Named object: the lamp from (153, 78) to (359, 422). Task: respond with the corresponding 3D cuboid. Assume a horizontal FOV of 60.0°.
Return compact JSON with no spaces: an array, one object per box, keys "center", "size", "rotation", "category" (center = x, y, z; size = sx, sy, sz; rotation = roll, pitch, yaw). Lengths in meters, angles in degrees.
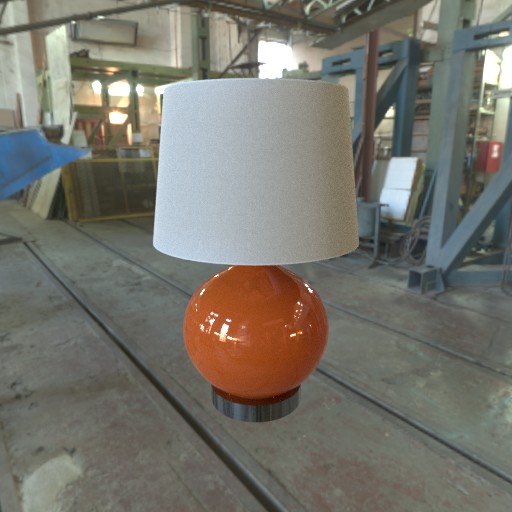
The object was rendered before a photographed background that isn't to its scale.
[{"center":[0.000,0.000,0.549],"size":[0.247,0.387,0.247],"rotation":[0,14,0],"category":"lamp"}]
